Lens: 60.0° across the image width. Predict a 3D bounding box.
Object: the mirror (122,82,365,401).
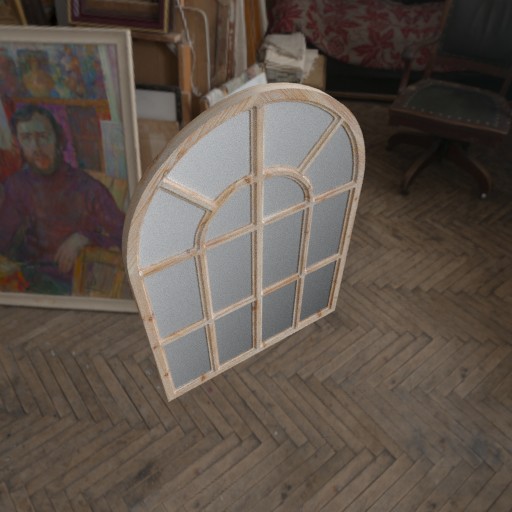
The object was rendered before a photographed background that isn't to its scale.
[{"bbox_3d":[0.000,0.000,1.174,0.660,0.920,0.032,-25,51,-21],"label":"mirror"}]
